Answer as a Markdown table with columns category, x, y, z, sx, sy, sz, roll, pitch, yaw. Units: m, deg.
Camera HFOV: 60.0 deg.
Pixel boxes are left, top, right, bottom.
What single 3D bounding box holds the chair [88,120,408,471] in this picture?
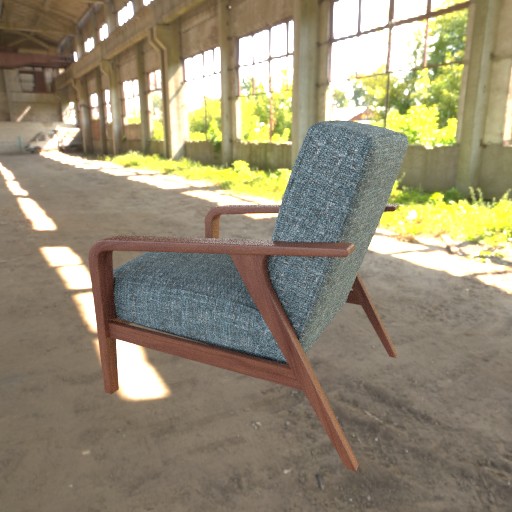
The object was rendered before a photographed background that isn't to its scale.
| category | x | y | z | sx | sy | sz | roll | pitch | yaw |
| --- | --- | --- | --- | --- | --- | --- | --- | --- | --- |
| chair | 0.000 | 0.000 | 1.489 | 0.889 | 0.864 | 0.719 | 7 | 17 | 25 |
